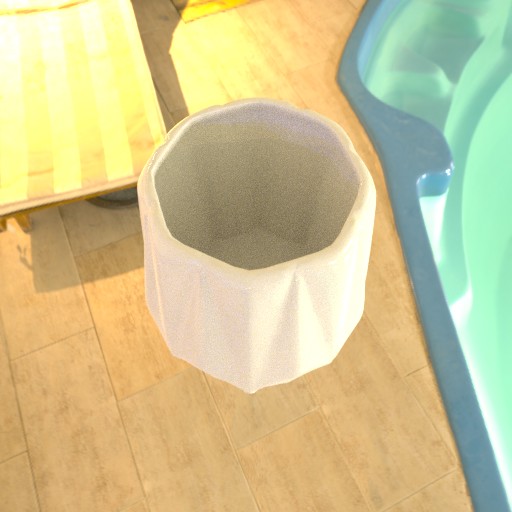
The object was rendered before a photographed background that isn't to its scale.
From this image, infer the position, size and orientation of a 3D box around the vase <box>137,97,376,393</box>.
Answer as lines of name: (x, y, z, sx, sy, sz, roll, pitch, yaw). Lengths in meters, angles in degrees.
vase: (0.000, 0.000, 0.264, 0.141, 0.152, 0.141, 0, 62, 0)
